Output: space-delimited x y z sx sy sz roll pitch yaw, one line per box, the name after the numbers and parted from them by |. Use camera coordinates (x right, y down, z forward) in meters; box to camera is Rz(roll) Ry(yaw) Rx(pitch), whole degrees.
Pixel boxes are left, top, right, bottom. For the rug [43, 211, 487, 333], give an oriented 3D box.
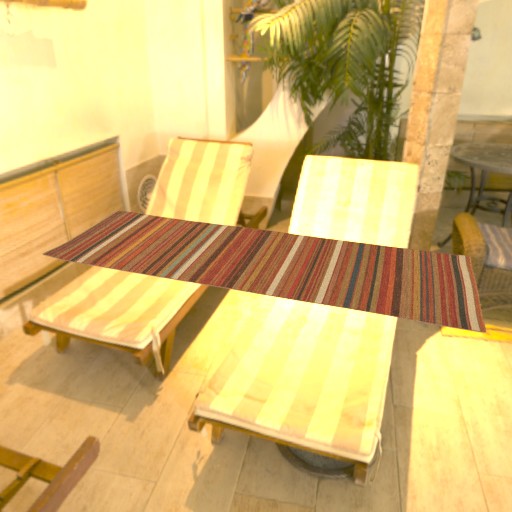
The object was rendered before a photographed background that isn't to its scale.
0.000 0.000 2.659 2.444 0.030 0.799 8 28 16 | rug
